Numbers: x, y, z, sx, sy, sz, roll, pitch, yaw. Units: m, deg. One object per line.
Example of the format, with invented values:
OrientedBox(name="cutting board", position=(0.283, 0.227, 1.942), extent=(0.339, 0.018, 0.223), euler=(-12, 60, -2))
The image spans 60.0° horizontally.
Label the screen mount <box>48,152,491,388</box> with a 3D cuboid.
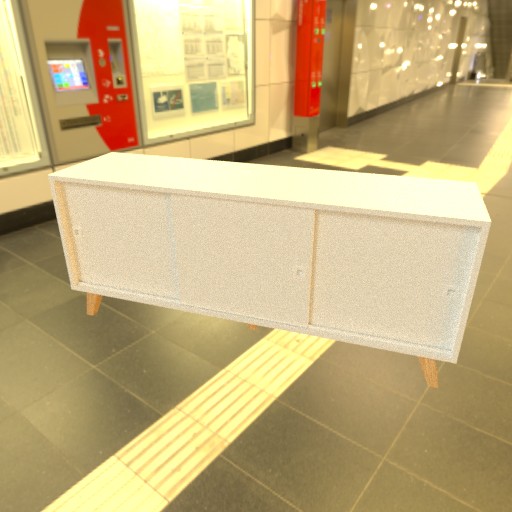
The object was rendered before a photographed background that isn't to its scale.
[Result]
OrientedBox(name="screen mount", position=(0.000, 0.000, 1.729), extent=(1.490, 0.619, 0.400), euler=(8, 27, 17))
